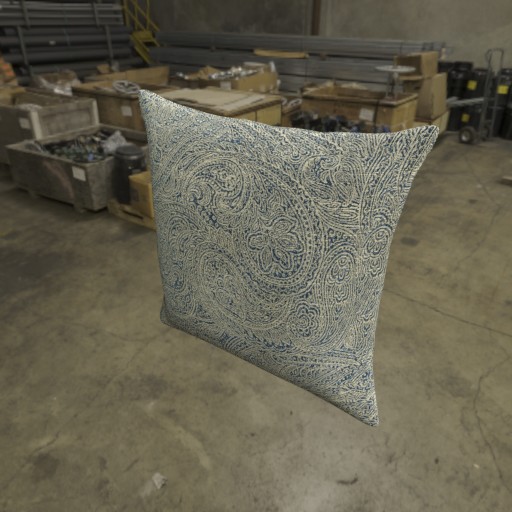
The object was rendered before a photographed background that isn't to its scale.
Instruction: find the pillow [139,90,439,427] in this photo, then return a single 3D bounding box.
[{"bbox_3d":[0.000,0.000,0.776,0.523,0.510,0.166,18,34,30],"label":"pillow"}]
